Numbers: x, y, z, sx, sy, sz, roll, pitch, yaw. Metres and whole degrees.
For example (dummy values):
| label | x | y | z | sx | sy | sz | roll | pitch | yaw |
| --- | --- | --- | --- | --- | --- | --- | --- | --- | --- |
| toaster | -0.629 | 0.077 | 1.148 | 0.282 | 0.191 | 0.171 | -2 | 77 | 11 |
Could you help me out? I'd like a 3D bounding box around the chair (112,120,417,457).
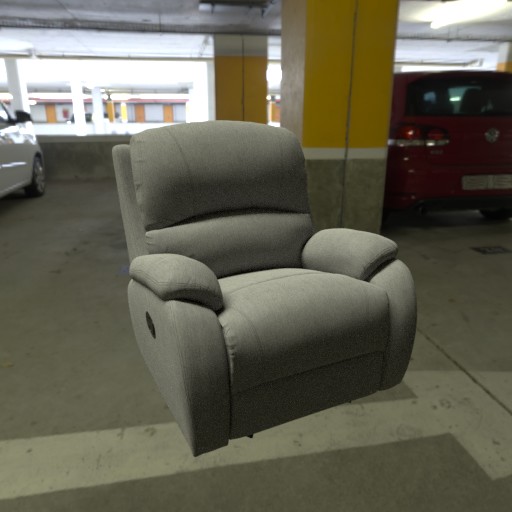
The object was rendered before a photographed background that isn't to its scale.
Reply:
| label | x | y | z | sx | sy | sz | roll | pitch | yaw |
| --- | --- | --- | --- | --- | --- | --- | --- | --- | --- |
| chair | 0.000 | 0.000 | 1.732 | 0.930 | 1.011 | 0.899 | -9 | 19 | -26 |
